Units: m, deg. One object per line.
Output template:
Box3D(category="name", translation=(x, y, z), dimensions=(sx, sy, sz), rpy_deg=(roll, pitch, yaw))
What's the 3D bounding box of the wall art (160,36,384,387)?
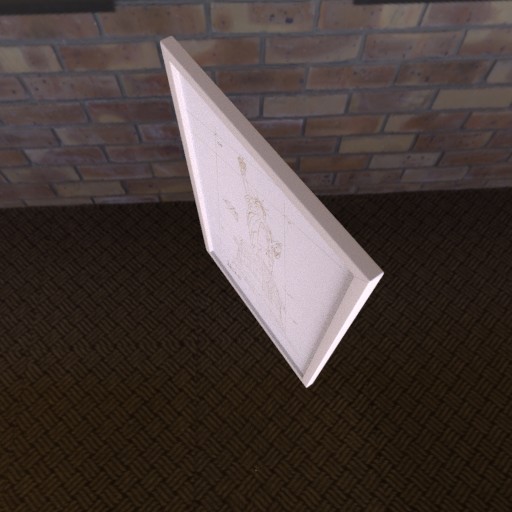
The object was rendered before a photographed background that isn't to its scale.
Box3D(category="wall art", translation=(0.000, 0.000, 1.517), dimensions=(0.038, 1.183, 0.808), rpy_deg=(-32, 68, -14))
